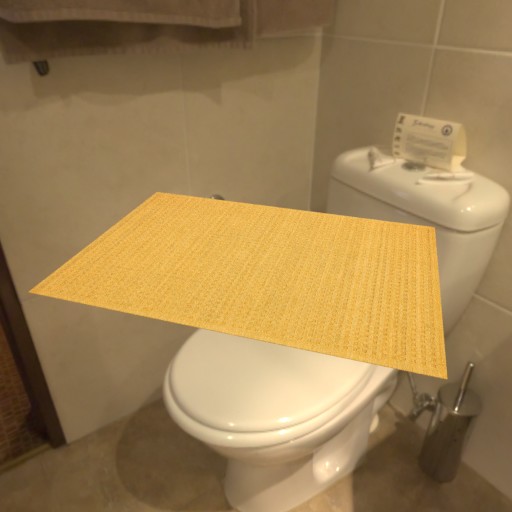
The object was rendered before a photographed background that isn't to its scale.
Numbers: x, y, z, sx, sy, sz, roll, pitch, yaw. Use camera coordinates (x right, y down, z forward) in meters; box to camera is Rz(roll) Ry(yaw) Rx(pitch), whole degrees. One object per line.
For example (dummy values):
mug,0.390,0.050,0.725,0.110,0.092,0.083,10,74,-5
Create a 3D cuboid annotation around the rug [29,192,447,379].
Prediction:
rug,0.000,0.000,3.709,2.895,0.006,1.981,9,32,15
